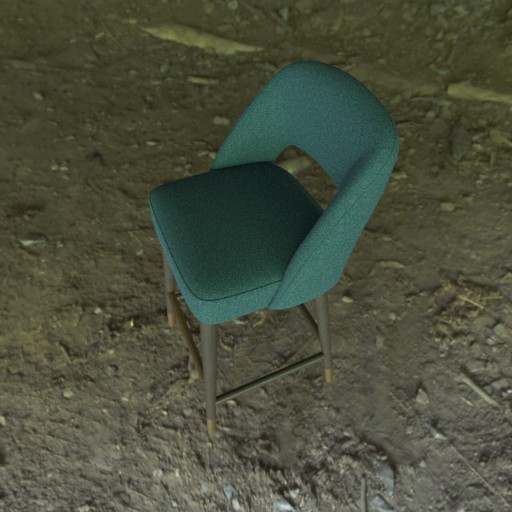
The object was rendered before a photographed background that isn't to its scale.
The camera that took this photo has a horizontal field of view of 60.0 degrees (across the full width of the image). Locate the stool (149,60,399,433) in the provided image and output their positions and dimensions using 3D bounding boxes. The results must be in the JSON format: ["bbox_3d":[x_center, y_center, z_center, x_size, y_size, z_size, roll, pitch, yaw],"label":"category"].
[{"bbox_3d":[0.000,0.000,1.260,0.522,0.939,0.536,-17,48,-16],"label":"stool"}]
